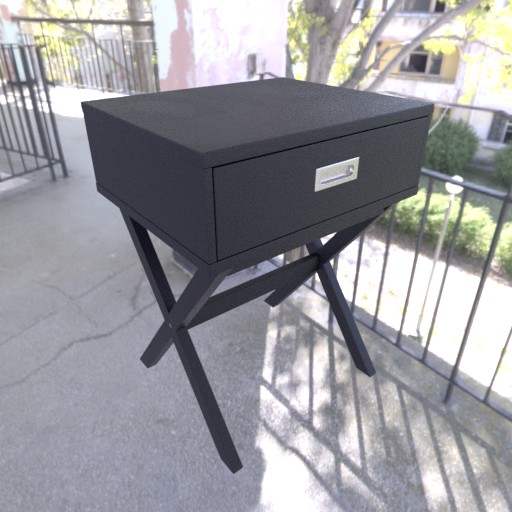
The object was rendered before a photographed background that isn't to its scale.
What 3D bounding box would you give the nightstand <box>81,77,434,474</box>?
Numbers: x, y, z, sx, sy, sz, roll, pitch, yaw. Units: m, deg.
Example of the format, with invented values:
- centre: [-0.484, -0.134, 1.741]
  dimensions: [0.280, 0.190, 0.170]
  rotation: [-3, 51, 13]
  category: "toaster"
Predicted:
- centre: [0.000, 0.000, 0.934]
  dimensions: [0.479, 0.623, 0.402]
  rotation: [-21, 36, -33]
  category: "nightstand"
